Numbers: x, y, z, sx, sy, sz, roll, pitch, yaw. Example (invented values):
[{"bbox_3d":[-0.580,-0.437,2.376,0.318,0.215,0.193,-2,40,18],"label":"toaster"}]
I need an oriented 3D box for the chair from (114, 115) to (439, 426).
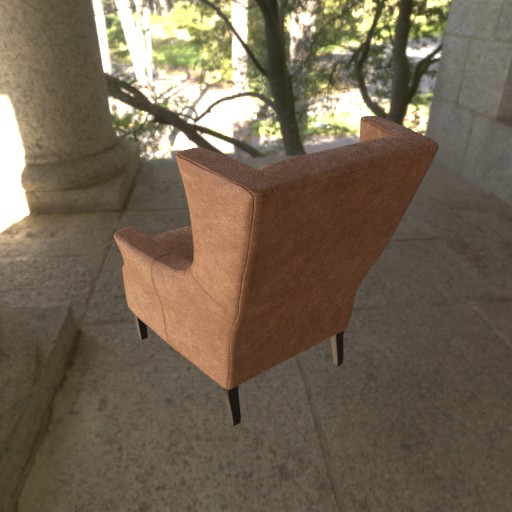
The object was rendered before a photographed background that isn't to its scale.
[{"bbox_3d":[0.000,0.000,1.682,0.853,1.016,0.926,-19,35,-30],"label":"chair"}]
